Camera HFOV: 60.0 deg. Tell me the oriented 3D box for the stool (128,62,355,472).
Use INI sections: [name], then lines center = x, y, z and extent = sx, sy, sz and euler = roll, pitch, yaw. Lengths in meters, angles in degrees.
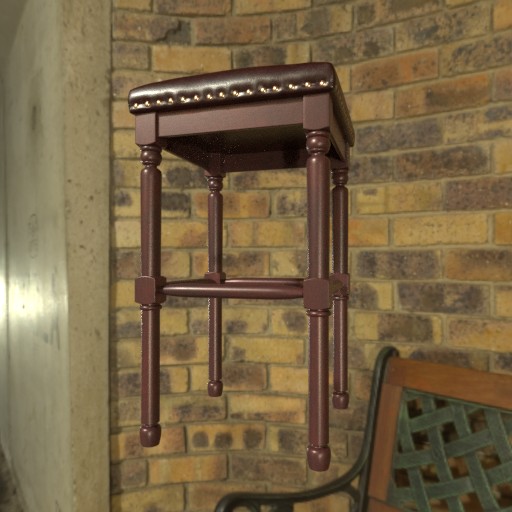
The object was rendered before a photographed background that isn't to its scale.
[stool]
center = 0.000, 0.000, 0.933
extent = 0.382, 0.702, 0.383
euler = 0, -1, 17
